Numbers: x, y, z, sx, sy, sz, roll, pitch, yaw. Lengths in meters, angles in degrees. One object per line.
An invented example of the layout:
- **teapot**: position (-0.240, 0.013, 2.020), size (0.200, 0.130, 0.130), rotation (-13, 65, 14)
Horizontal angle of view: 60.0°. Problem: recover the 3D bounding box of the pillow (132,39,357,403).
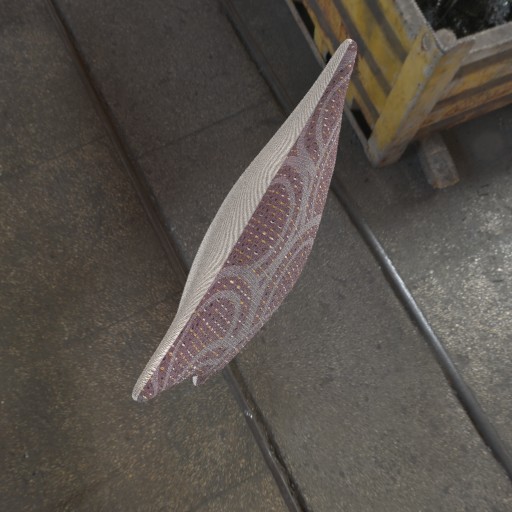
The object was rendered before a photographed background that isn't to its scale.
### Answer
- **pillow**: position (0.000, 0.000, 0.765), size (0.163, 0.513, 0.514), rotation (29, 77, 7)
